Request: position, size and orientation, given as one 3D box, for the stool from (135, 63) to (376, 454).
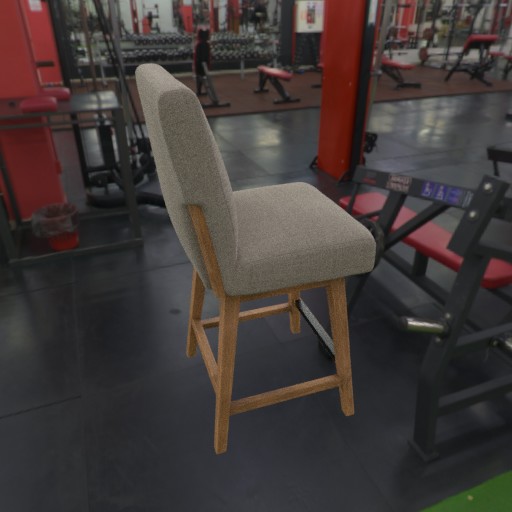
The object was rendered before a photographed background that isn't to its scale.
[{"bbox_3d":[0.000,0.000,1.283,0.526,1.010,0.459,-10,31,-16],"label":"stool"}]
